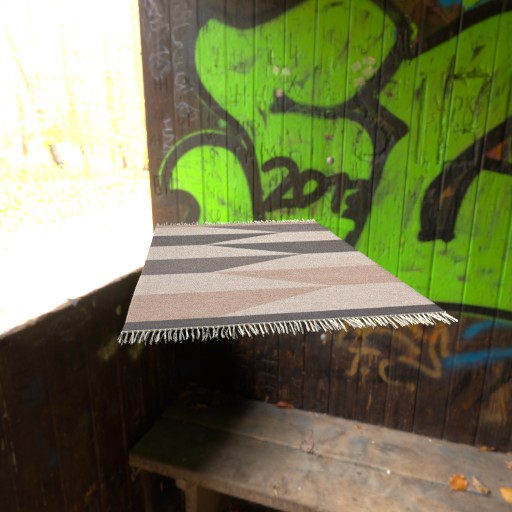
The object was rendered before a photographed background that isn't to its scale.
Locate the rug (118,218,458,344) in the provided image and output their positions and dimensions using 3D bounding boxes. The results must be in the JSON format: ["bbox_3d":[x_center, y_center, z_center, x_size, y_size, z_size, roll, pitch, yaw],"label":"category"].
[{"bbox_3d":[0.000,0.000,2.500,1.224,0.027,2.021,-2,16,-8],"label":"rug"}]
